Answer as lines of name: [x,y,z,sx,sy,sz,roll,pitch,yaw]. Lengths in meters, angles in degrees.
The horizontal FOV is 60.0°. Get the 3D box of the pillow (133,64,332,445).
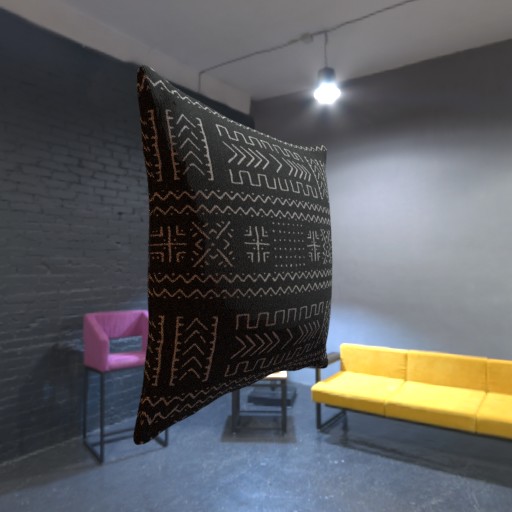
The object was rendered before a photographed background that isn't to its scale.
pillow: [0.000,0.000,0.669,0.164,0.430,0.438,0,-1,37]
